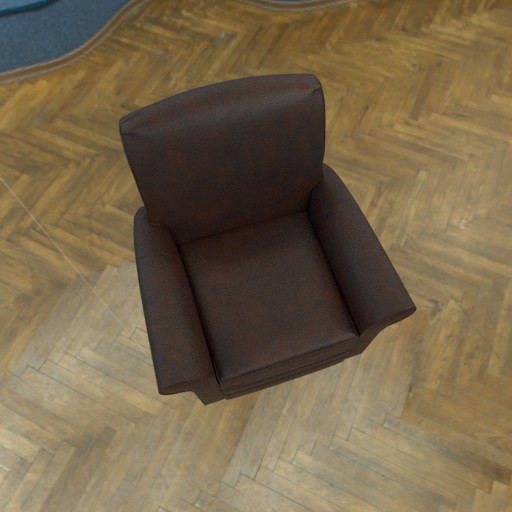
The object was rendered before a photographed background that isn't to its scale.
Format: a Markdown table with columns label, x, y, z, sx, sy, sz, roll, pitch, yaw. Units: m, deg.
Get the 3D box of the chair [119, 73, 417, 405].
| label | x | y | z | sx | sy | sz | roll | pitch | yaw |
| --- | --- | --- | --- | --- | --- | --- | --- | --- | --- |
| chair | 0.000 | 0.000 | 1.827 | 0.978 | 1.061 | 0.902 | -16 | 64 | -8 |
